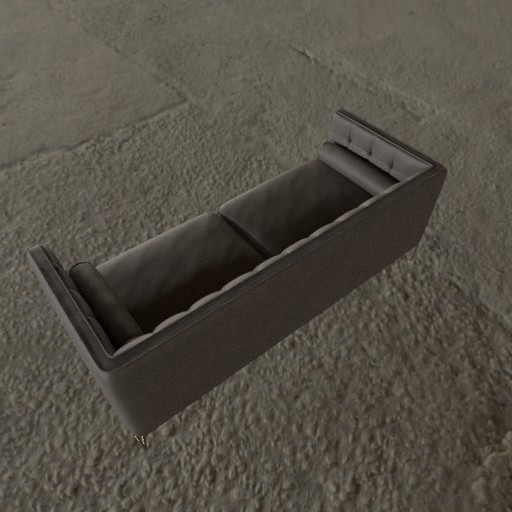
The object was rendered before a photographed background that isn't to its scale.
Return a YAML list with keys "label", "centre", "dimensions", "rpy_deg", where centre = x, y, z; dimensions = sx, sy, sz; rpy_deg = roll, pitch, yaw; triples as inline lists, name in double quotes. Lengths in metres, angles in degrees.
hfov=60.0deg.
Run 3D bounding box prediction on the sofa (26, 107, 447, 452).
- label: "sofa"
  centre: [0.000, 0.000, 2.520]
  dimensions: [2.087, 0.789, 0.867]
  rpy_deg: [-30, 54, -25]
